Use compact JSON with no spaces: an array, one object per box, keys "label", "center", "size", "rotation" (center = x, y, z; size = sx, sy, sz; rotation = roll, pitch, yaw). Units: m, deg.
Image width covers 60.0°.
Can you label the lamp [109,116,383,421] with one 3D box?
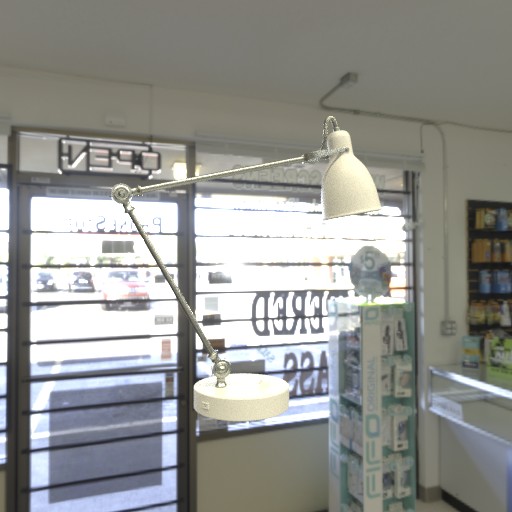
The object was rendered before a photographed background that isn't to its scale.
[{"label":"lamp","center":[0.000,0.000,0.888],"size":[0.561,0.587,0.187],"rotation":[0,-1,-17]}]
